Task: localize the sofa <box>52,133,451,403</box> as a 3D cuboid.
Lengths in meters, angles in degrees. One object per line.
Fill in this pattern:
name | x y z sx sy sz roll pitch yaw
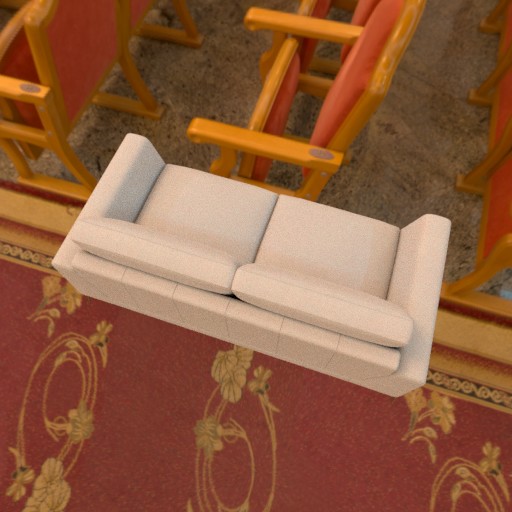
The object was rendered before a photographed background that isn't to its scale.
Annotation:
sofa | 0.000 0.000 2.565 2.017 0.875 0.953 17 65 8
